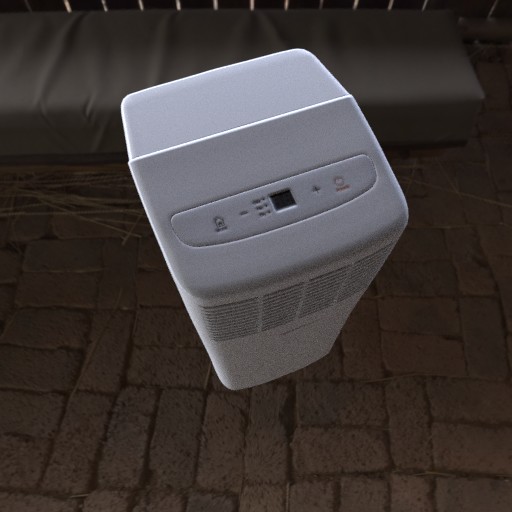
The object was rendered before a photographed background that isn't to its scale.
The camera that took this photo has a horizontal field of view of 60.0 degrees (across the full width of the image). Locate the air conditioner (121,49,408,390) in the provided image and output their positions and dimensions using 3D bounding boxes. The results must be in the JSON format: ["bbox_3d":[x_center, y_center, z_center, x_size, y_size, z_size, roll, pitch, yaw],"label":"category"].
[{"bbox_3d":[0.000,0.000,0.816,0.304,0.606,0.349,-19,66,-9],"label":"air conditioner"}]
